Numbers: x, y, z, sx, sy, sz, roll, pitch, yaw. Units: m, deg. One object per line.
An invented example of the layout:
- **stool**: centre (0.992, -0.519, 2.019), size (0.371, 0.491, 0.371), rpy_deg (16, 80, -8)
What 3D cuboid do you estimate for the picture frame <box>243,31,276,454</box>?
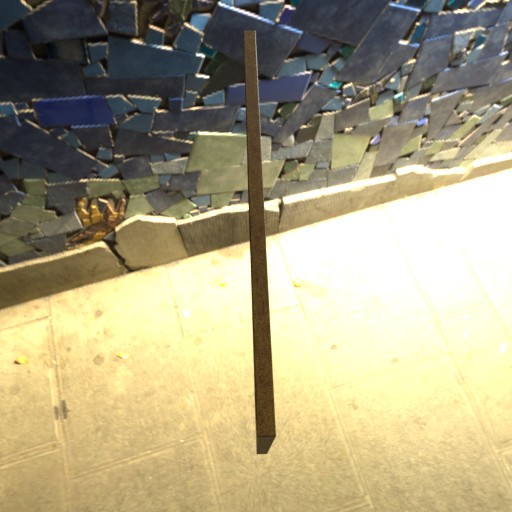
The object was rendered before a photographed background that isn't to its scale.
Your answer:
- **picture frame**: centre (0.000, 0.000, 1.157), size (0.029, 0.621, 0.922), rpy_deg (-2, 64, -1)
